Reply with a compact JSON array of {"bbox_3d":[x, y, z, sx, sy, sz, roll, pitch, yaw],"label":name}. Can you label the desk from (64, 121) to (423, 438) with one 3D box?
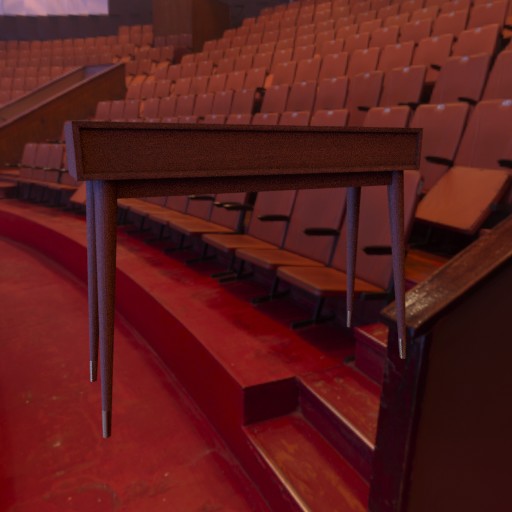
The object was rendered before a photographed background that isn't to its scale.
[{"bbox_3d":[0.000,0.000,1.639,1.204,0.917,0.384,-7,16,-25],"label":"desk"}]
